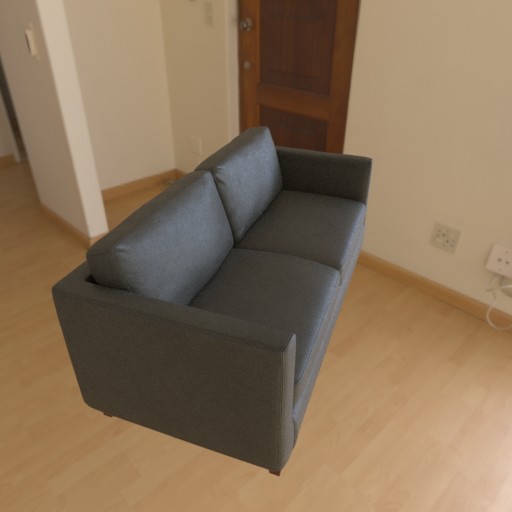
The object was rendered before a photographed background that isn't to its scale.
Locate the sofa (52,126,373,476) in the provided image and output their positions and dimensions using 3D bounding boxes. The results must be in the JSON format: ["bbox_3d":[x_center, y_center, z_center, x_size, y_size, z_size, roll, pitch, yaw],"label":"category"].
[{"bbox_3d":[0.000,0.000,2.367,0.951,0.933,1.883,11,34,17],"label":"sofa"}]
